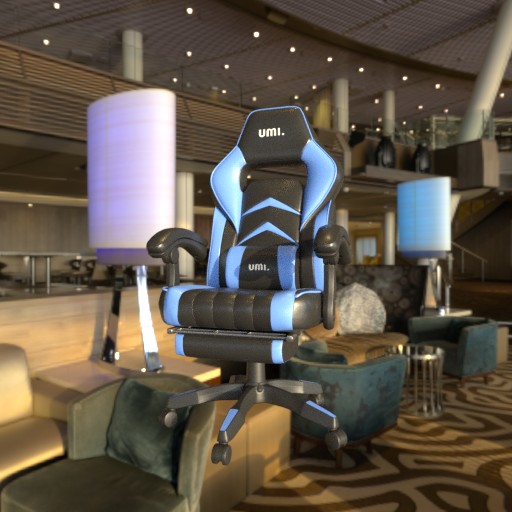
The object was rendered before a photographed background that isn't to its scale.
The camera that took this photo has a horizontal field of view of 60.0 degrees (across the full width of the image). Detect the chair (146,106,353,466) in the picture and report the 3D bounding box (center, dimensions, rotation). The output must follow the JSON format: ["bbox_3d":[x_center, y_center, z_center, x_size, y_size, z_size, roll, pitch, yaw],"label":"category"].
[{"bbox_3d":[0.000,0.000,1.669,0.700,1.280,0.700,0,0,18],"label":"chair"}]
